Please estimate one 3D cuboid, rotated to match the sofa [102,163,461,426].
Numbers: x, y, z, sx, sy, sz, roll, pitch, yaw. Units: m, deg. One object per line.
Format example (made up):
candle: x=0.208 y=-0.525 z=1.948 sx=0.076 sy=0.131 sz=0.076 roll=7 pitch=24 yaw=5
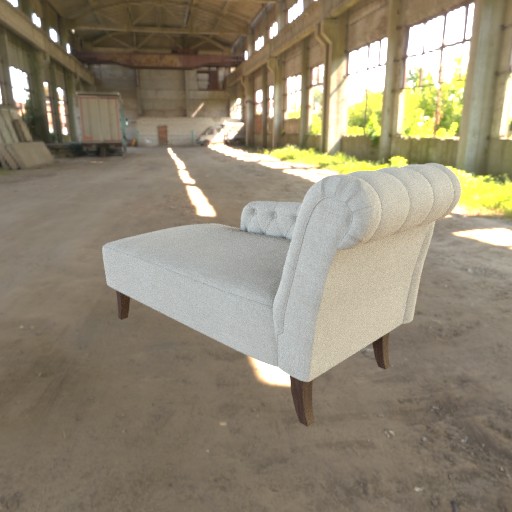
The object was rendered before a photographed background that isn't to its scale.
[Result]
sofa: x=0.000 y=0.000 z=1.814 sx=1.379 sy=0.787 sz=0.675 roll=16 pitch=22 yaw=43
